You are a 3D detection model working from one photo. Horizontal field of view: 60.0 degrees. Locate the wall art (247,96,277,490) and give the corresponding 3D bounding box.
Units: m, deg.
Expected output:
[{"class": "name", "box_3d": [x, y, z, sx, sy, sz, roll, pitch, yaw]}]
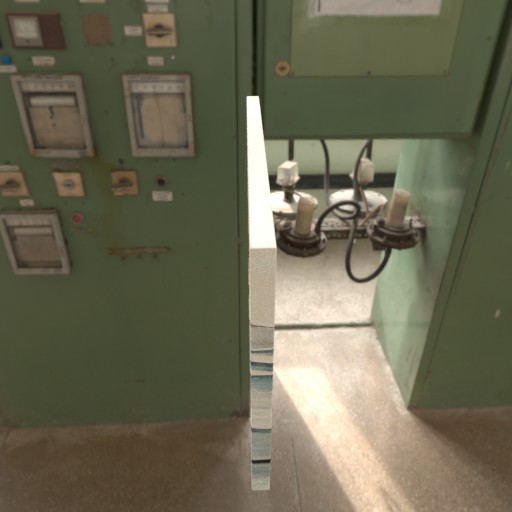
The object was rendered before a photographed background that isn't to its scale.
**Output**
[{"class": "wall art", "box_3d": [0.000, 0.000, 1.170, 0.039, 0.609, 0.914, -1, 33, -1]}]
